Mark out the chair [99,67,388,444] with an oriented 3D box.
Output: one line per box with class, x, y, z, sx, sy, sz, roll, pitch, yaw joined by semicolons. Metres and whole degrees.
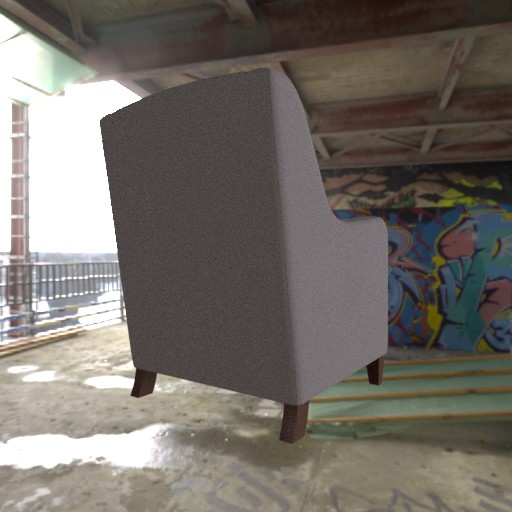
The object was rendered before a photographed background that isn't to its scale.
chair;0.000;0.000;1.638;0.715;1.010;0.863;0;1;36
